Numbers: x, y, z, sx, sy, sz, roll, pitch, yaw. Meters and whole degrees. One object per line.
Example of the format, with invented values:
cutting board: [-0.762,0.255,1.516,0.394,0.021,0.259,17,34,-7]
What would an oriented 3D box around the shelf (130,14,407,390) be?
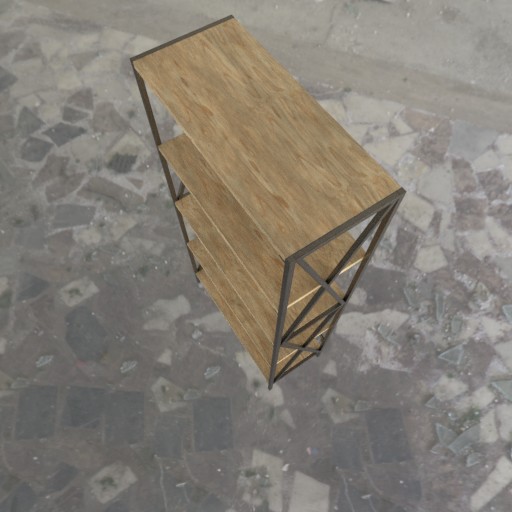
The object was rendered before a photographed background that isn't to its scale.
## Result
shelf: [0.000,0.000,2.107,0.386,1.803,0.874,-31,68,-14]
